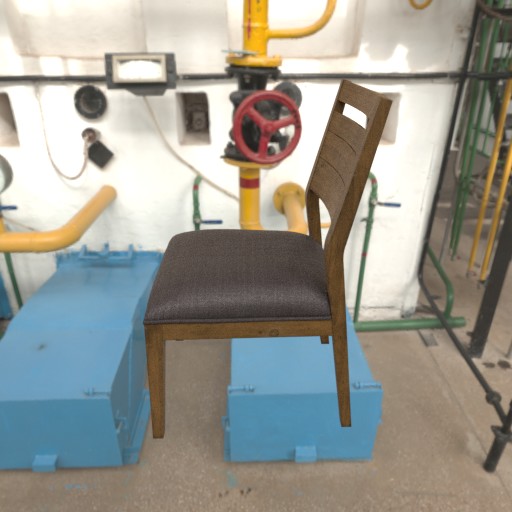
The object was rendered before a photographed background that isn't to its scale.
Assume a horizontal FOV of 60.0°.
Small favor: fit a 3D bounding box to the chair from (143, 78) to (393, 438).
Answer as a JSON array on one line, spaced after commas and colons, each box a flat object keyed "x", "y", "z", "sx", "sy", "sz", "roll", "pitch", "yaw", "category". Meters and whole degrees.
[{"x": 0.000, "y": 0.000, "z": 1.306, "sx": 0.610, "sy": 0.939, "sz": 0.501, "roll": -1, "pitch": 27, "yaw": -1, "category": "chair"}]
